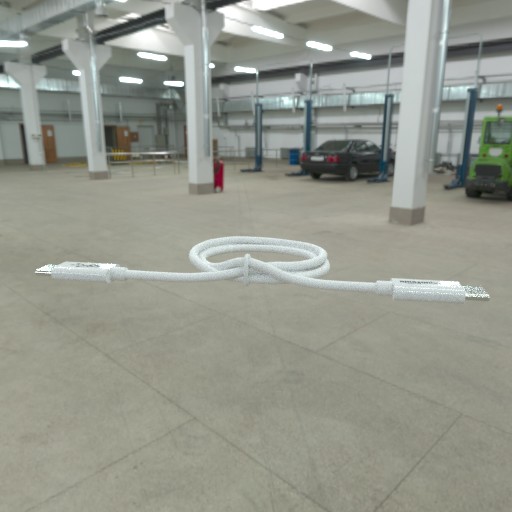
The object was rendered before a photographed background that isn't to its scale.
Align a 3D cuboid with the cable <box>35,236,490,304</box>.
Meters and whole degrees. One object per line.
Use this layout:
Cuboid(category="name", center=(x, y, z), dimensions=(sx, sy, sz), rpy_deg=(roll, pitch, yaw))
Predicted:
Cuboid(category="cable", center=(0.000, 0.000, 0.209), dimensions=(0.186, 0.014, 0.070), rpy_deg=(2, 15, 9))
